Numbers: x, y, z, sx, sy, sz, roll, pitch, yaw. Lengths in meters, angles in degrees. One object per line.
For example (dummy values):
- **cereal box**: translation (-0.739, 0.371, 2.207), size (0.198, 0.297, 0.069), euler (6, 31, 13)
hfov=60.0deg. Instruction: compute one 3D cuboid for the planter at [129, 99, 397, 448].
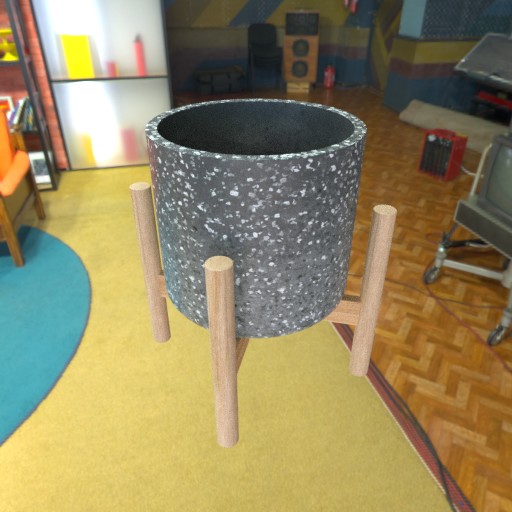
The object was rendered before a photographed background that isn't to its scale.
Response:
- **planter**: translation (0.000, 0.000, 0.538), size (0.284, 0.320, 0.284), euler (21, 37, 30)
